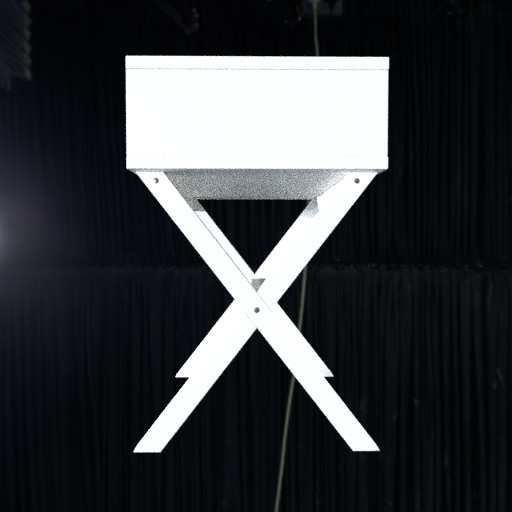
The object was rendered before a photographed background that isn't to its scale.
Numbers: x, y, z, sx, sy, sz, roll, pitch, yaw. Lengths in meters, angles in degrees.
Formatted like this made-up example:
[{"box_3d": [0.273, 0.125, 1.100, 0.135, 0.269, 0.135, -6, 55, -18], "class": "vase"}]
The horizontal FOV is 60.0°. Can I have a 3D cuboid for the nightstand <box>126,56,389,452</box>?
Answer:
[{"box_3d": [0.000, 0.000, 0.923, 0.402, 0.623, 0.479, 0, 2, -1], "class": "nightstand"}]
